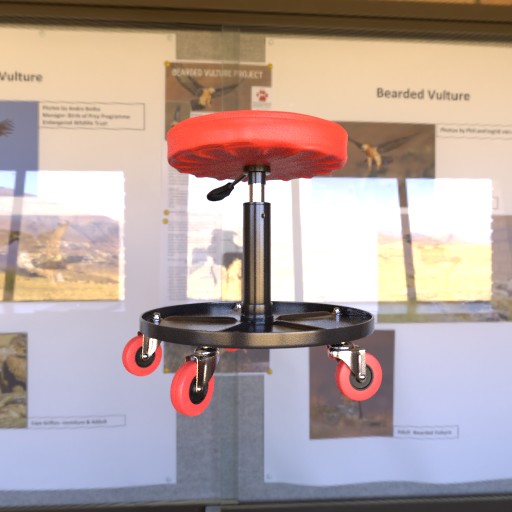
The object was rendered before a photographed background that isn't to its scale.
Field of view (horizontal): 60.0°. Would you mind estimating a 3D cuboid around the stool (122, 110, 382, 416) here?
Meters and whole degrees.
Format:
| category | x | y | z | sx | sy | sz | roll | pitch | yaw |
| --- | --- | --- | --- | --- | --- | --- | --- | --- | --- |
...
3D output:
| category | x | y | z | sx | sy | sz | roll | pitch | yaw |
| --- | --- | --- | --- | --- | --- | --- | --- | --- | --- |
| stool | 0.000 | 0.000 | 0.685 | 0.381 | 0.365 | 0.382 | 0 | 0 | -36 |
